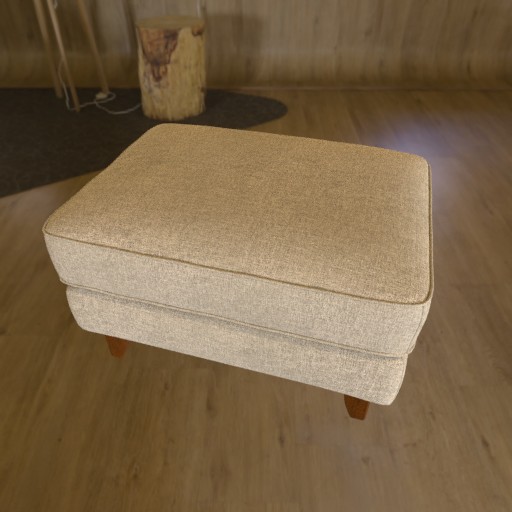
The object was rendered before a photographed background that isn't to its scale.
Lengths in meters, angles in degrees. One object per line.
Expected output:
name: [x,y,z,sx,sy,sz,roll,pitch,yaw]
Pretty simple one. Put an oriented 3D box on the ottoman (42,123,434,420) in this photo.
ottoman: [0.000,0.000,1.290,0.889,0.561,0.661,11,41,12]
